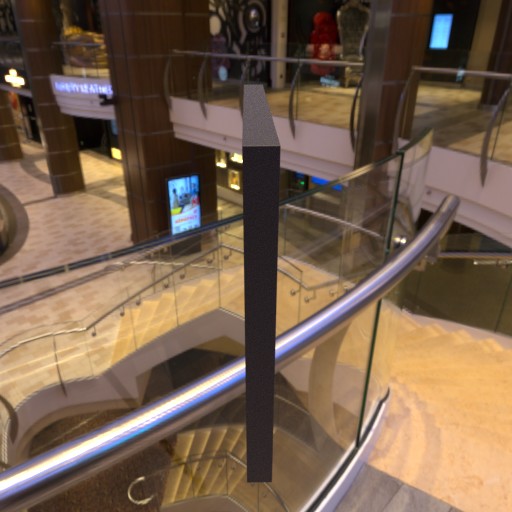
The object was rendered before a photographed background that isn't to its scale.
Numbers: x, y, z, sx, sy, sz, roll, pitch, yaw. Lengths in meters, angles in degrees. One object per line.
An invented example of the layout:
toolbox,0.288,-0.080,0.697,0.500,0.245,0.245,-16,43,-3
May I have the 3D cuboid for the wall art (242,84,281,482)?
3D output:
wall art,0.000,0.000,0.777,0.038,0.507,0.507,-1,27,-1
